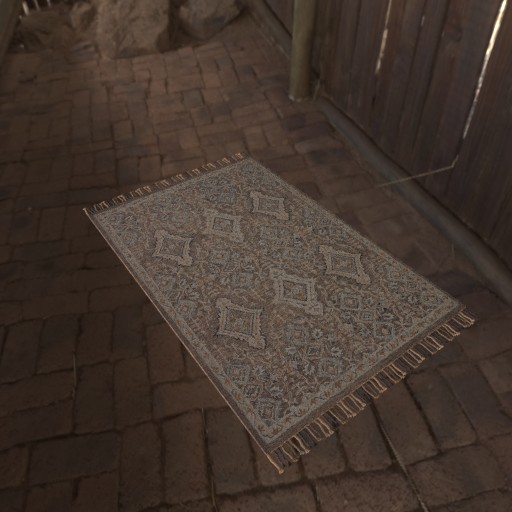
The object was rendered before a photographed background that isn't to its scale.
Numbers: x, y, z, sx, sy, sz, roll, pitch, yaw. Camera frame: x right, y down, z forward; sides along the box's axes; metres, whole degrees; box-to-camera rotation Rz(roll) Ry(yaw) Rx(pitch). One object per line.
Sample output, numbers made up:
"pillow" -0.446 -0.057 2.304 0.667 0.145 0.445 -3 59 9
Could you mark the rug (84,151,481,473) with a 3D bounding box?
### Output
"rug" 0.000 0.000 3.009 1.516 0.010 2.434 -26 48 -26
